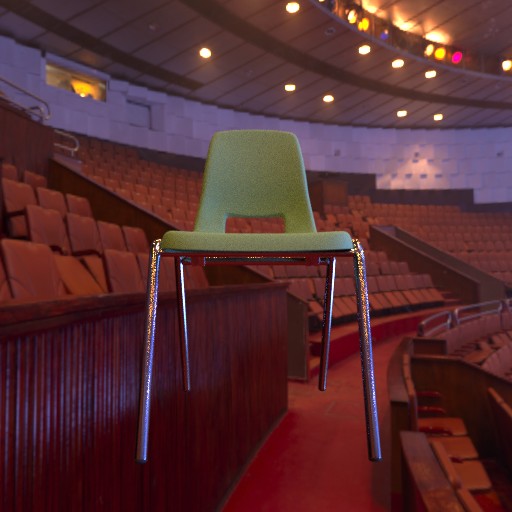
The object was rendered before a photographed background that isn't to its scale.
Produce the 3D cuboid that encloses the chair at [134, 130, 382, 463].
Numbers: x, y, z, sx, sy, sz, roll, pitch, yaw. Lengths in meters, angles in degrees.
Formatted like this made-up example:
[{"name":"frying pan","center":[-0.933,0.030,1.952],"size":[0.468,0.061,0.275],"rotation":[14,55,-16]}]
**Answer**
[{"name":"chair","center":[0.000,0.000,0.902],"size":[0.381,0.653,0.436],"rotation":[0,-2,-1]}]
